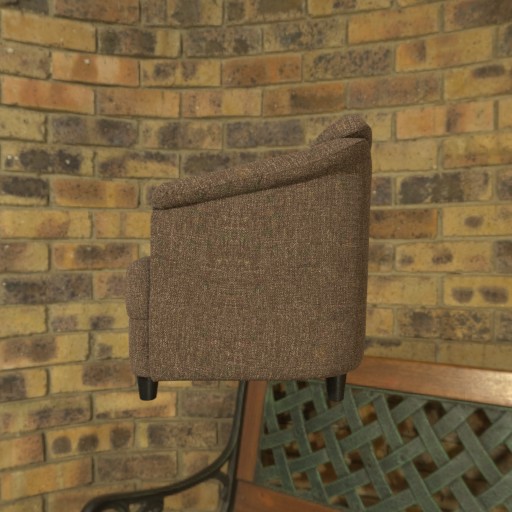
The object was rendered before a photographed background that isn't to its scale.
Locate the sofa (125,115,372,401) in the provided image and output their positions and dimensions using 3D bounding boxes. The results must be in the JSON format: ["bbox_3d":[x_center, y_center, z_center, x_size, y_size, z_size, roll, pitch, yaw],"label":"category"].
[{"bbox_3d":[0.000,0.000,1.926,0.799,0.895,1.404,0,0,1],"label":"sofa"}]
